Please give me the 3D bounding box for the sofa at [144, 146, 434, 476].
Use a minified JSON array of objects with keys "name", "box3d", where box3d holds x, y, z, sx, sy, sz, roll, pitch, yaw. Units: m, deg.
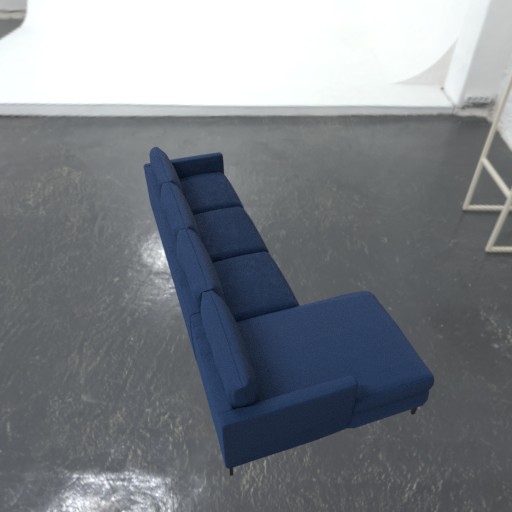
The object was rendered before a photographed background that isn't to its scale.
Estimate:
[{"name":"sofa","box3d":[0.000,0.000,2.983,1.128,0.679,2.450,-13,42,-14]}]
